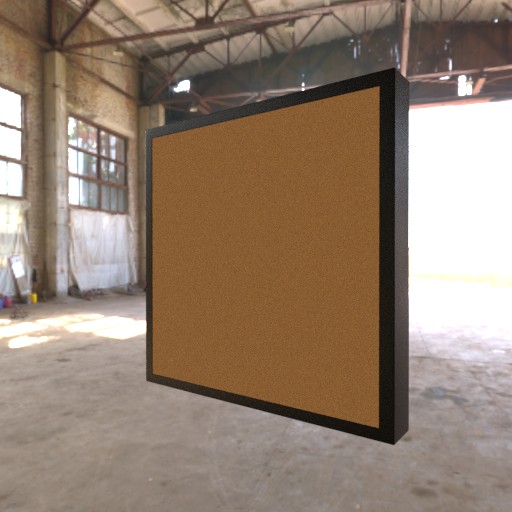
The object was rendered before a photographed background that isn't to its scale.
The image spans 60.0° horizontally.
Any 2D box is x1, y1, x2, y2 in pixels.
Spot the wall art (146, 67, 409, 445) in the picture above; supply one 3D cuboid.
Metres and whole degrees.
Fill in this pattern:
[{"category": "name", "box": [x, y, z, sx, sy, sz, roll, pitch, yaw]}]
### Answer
[{"category": "wall art", "box": [0.000, 0.000, 0.454, 0.299, 0.299, 0.037, 0, 0, 36]}]
